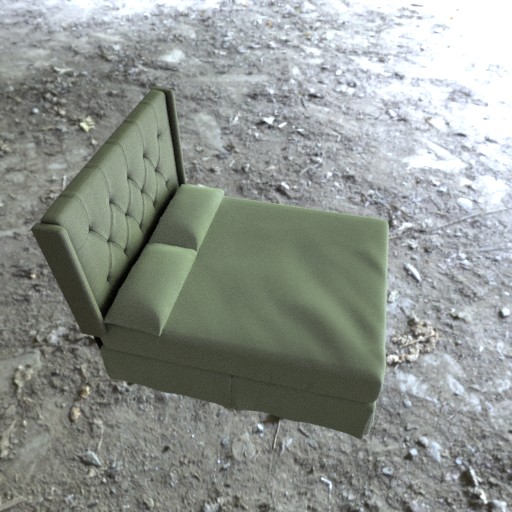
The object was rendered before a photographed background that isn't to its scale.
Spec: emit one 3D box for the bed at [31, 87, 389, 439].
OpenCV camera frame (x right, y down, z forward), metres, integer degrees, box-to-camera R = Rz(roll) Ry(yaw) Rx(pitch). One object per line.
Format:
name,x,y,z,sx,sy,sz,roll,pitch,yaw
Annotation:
bed,0.000,0.000,3.321,2.066,1.665,1.719,9,47,9
